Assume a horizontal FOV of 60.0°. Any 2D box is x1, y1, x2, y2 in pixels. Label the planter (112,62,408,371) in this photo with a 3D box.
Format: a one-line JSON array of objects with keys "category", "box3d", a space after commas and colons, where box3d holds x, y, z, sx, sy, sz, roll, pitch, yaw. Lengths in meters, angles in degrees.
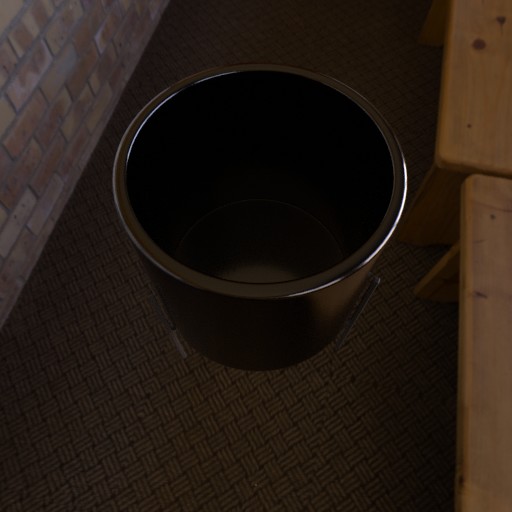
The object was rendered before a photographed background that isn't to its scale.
[{"category": "planter", "box3d": [0.000, 0.000, 0.643, 0.310, 0.432, 0.310, -17, 64, -8]}]
